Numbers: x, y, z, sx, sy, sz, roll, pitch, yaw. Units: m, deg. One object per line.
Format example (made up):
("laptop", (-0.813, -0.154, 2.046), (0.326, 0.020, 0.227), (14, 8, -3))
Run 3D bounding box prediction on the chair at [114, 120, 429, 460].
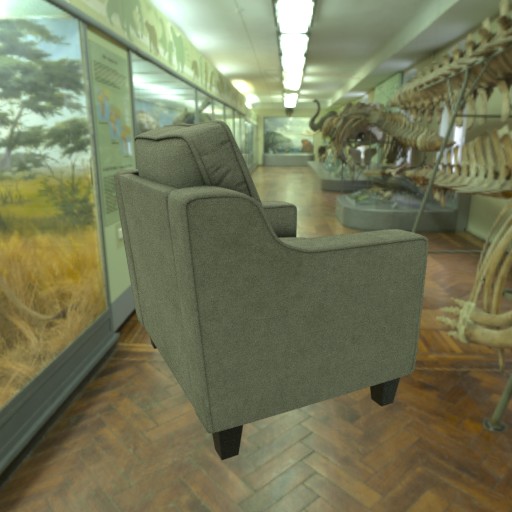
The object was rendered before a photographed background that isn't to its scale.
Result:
("chair", (0.000, 0.000, 1.651), (0.840, 0.944, 0.926), (-7, 16, -26))
